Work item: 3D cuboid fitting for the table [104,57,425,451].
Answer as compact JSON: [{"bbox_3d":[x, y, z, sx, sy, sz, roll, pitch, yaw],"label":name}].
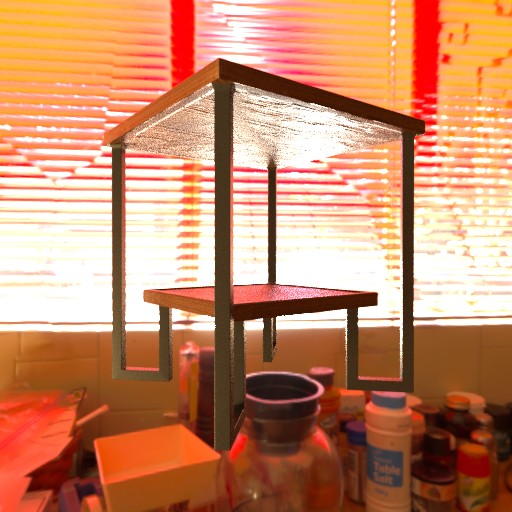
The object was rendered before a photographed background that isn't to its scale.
[{"bbox_3d":[0.000,0.000,0.972,0.503,0.563,0.503,0,1,-37],"label":"table"}]
